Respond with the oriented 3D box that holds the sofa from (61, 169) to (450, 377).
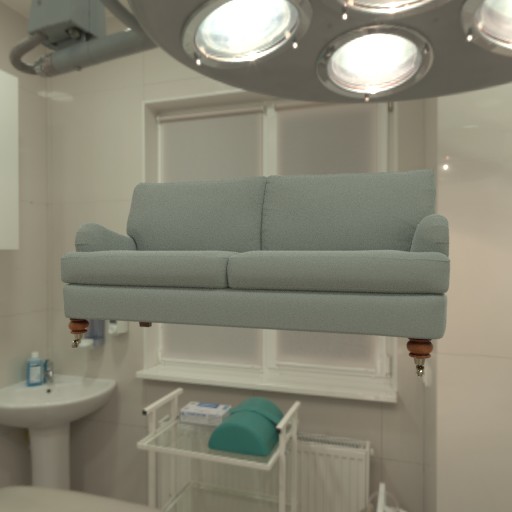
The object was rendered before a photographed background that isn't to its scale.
[{"bbox_3d":[0.000,0.000,2.780,2.193,1.096,1.069,0,1,18],"label":"sofa"}]
